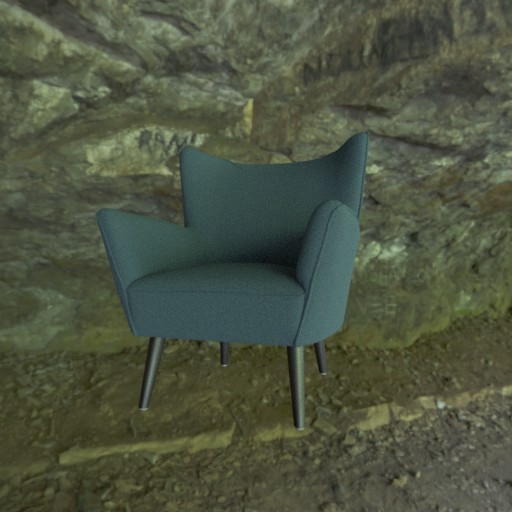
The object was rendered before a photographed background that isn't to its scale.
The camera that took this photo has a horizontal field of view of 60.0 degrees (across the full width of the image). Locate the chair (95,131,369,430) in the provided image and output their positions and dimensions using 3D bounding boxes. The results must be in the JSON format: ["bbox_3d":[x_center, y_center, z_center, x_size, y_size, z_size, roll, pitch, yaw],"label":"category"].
[{"bbox_3d":[0.000,0.000,1.621,0.781,0.933,0.888,0,0,18],"label":"chair"}]
